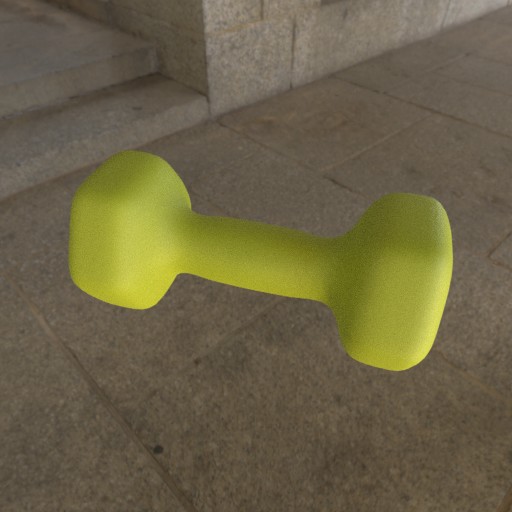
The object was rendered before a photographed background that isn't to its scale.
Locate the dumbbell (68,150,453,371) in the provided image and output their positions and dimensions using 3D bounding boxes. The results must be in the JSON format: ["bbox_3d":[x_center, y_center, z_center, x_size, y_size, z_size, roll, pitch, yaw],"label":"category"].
[{"bbox_3d":[0.000,0.000,0.206,0.164,0.072,0.080,12,43,13],"label":"dumbbell"}]
